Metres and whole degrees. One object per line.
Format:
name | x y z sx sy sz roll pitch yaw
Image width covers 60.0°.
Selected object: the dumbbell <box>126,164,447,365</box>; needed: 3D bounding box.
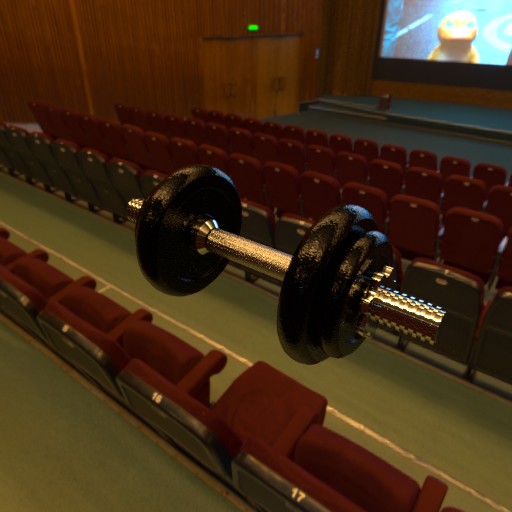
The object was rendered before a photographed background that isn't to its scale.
dumbbell | 0.000 0.000 0.601 0.497 0.202 0.202 21 36 32
